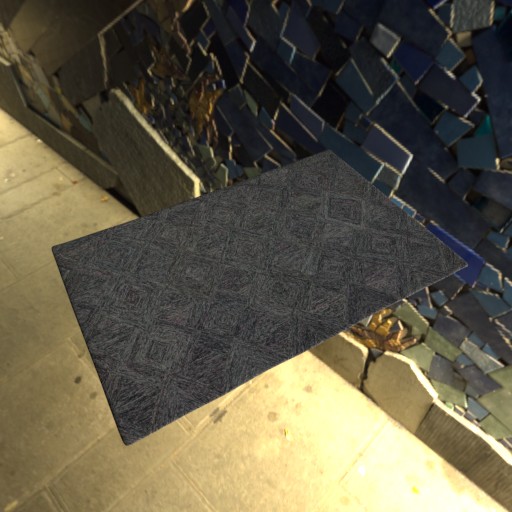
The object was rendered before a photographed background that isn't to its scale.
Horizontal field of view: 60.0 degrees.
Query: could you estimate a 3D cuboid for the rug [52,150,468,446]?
[{"bbox_3d":[0.000,0.000,2.216,1.752,0.013,1.158,-23,51,-20],"label":"rug"}]
